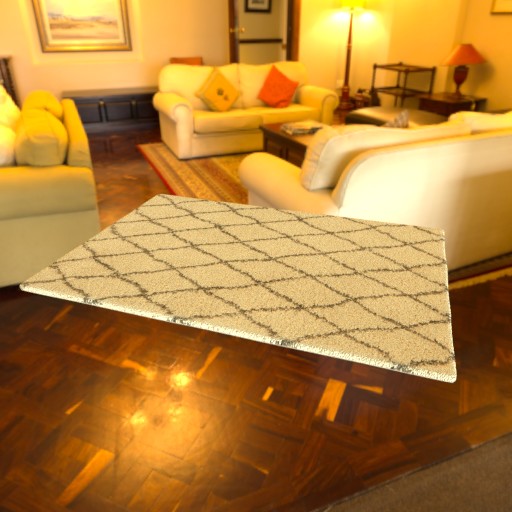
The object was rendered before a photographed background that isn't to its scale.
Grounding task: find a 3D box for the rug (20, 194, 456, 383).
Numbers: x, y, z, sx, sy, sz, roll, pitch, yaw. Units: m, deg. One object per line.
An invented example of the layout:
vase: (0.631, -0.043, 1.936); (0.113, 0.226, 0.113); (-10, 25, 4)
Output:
rug: (0.000, 0.000, 2.191); (1.778, 0.030, 1.219); (9, 29, 16)
